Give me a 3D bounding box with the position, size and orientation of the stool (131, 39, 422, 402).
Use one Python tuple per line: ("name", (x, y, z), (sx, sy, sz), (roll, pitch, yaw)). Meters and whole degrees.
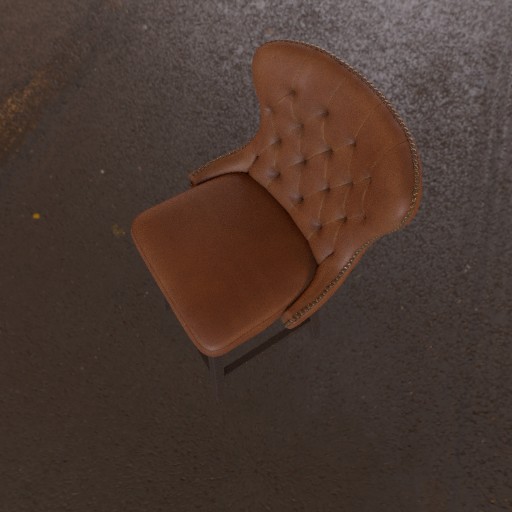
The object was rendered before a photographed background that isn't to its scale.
("stool", (0.000, 0.000, 1.266), (0.593, 0.971, 0.528), (-30, 68, -14))
